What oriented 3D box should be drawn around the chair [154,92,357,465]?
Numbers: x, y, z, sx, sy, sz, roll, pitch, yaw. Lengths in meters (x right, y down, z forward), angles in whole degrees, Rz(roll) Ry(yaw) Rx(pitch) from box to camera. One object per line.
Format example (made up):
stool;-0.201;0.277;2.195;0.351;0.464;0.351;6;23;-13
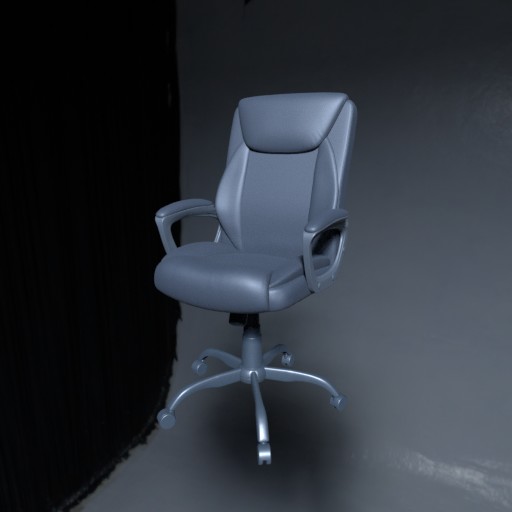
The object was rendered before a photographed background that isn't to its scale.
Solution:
chair;0.000;0.000;1.484;0.615;1.072;0.655;8;16;27
